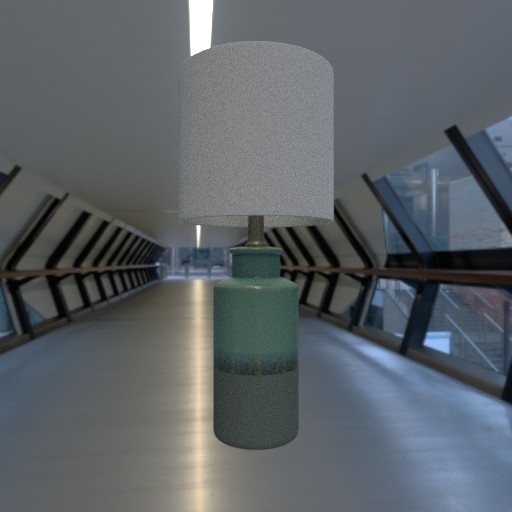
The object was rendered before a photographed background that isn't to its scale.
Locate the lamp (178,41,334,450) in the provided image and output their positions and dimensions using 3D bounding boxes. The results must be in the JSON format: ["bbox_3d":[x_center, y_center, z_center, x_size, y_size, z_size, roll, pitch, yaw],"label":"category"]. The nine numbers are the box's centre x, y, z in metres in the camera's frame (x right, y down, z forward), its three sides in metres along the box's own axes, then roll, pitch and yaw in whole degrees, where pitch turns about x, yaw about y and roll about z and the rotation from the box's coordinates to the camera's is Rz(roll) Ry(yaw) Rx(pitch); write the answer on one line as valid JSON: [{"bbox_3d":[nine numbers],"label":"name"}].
[{"bbox_3d":[0.000,0.000,0.614,0.212,0.493,0.212,0,0,37],"label":"lamp"}]
